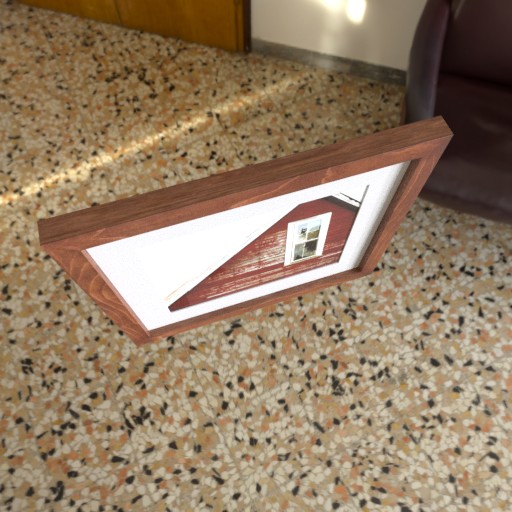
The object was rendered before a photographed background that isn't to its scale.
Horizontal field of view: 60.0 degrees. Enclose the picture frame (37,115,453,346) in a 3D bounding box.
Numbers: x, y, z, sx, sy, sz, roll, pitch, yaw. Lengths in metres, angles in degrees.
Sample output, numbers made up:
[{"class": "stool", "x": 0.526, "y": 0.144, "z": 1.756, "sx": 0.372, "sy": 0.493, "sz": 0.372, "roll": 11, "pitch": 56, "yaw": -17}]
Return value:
[{"class": "picture frame", "x": 0.000, "y": 0.000, "z": 0.543, "sx": 0.381, "sy": 0.330, "sz": 0.025, "roll": -16, "pitch": 65, "yaw": -8}]
